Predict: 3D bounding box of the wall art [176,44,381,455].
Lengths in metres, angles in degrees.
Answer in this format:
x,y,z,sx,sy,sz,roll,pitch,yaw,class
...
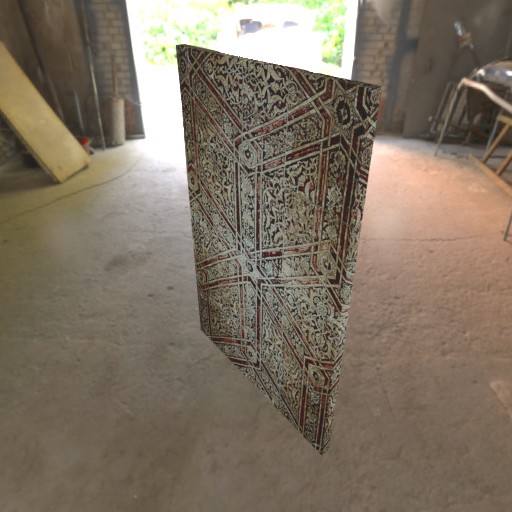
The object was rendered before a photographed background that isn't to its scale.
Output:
x,y,z,sx,sy,sz,roll,pitch,yaw,class
0.000,0.000,1.108,0.030,0.904,0.599,-22,39,-31,wall art
